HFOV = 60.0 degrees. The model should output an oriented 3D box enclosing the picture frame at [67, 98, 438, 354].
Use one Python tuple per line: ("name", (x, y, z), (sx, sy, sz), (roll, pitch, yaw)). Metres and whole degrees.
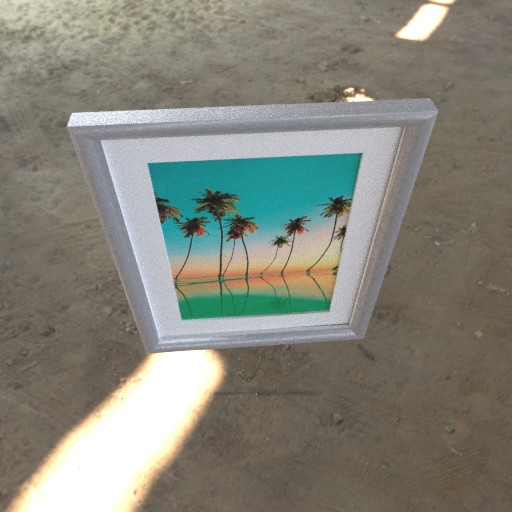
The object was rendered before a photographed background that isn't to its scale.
("picture frame", (0.000, 0.000, 0.535), (0.327, 0.378, 0.027), (-3, 48, -3))
